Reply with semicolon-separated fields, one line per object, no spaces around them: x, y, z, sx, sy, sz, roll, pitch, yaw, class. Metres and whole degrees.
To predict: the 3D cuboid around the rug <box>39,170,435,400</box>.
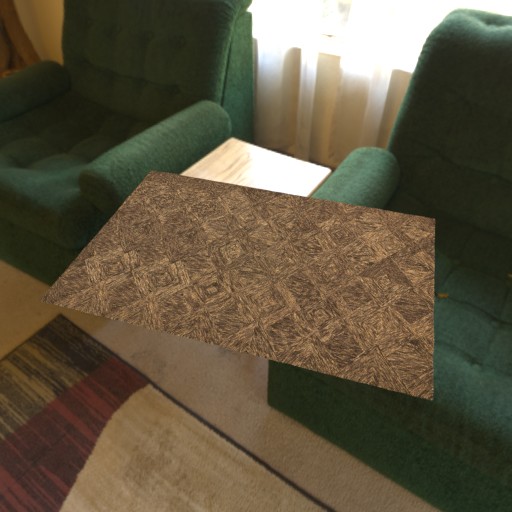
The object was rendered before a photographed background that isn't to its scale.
0.000;0.000;2.337;1.808;0.011;1.189;12;45;12;rug
